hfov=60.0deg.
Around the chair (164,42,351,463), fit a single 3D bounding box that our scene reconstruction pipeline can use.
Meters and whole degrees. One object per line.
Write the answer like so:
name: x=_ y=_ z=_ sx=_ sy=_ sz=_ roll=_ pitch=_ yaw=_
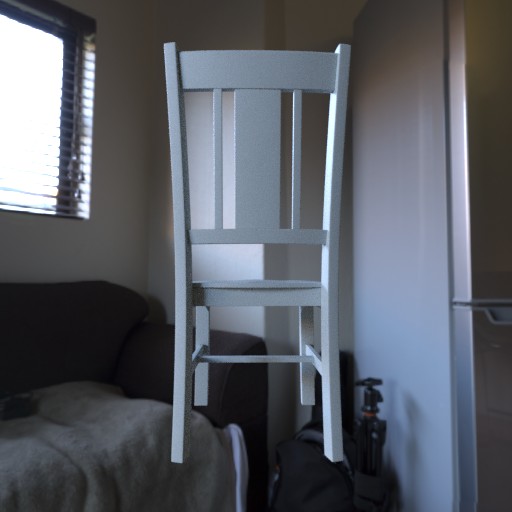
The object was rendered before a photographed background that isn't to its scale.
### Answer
chair: x=0.000 y=0.000 z=1.295 sx=0.450 sy=0.998 sz=0.555 roll=0 pitch=-3 yaw=-1
